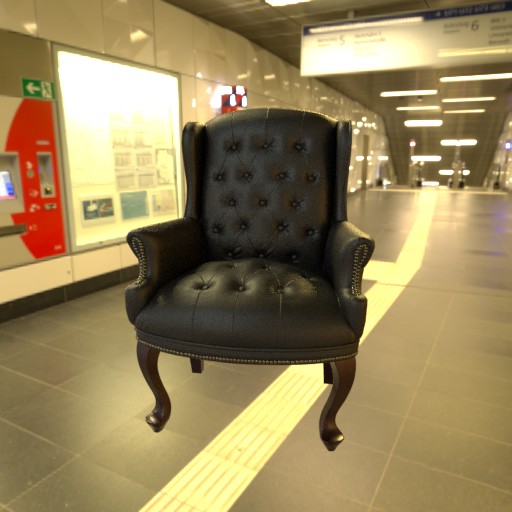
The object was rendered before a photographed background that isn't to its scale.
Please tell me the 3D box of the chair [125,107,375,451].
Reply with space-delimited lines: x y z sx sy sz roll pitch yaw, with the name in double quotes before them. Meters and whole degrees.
"chair" 0.000 0.000 1.676 0.831 1.133 0.822 2 13 9
